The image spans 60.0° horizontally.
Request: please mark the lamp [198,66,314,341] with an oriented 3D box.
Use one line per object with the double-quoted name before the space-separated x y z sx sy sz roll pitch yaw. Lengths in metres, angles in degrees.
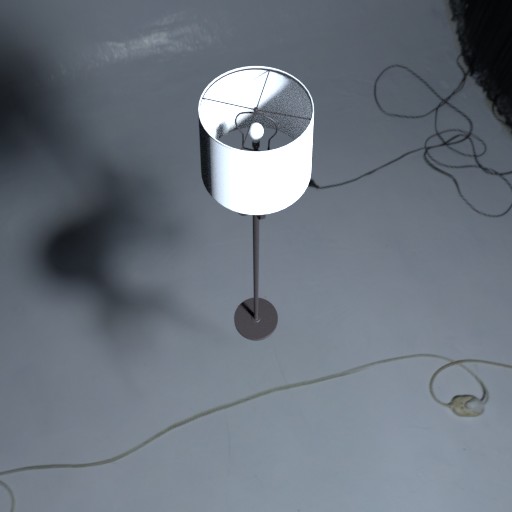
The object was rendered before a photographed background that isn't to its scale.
"lamp" 0.000 0.000 1.621 0.286 1.462 0.286 -14 64 -7
